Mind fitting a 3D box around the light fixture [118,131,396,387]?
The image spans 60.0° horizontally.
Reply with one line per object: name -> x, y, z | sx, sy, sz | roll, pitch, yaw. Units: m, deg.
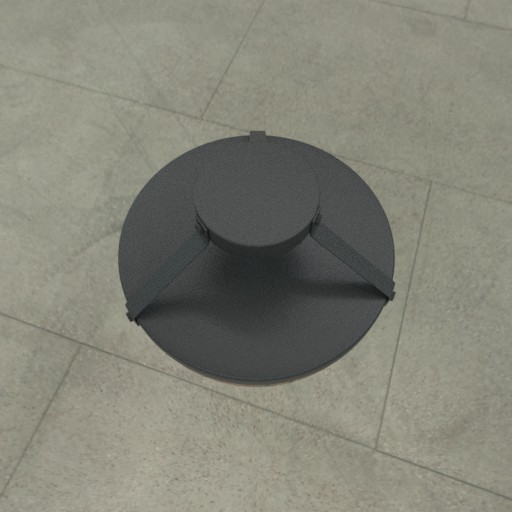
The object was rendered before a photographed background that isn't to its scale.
light fixture -> 0.000, 0.000, 0.523 | 0.304, 0.269, 0.304 | 0, 63, 0
